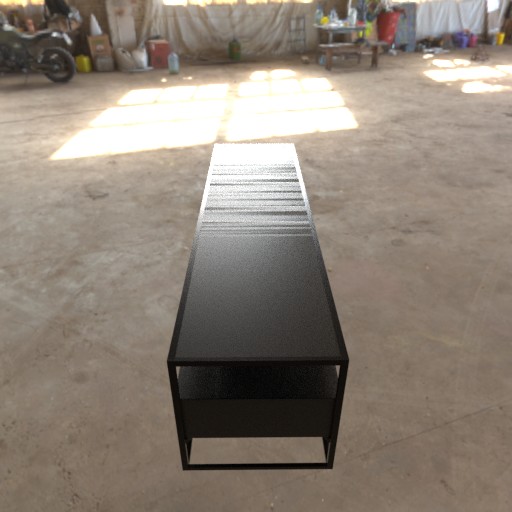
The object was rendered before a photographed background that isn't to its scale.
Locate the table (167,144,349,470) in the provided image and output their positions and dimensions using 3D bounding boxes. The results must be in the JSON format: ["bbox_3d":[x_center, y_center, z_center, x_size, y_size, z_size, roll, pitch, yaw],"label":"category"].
[{"bbox_3d":[0.000,0.000,1.688,0.399,0.395,1.486,0,32,0],"label":"table"}]
